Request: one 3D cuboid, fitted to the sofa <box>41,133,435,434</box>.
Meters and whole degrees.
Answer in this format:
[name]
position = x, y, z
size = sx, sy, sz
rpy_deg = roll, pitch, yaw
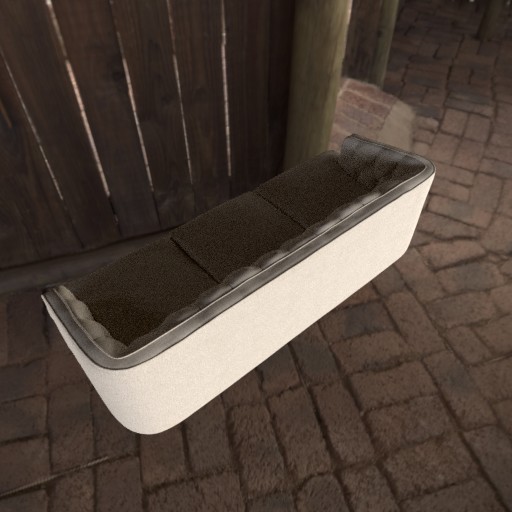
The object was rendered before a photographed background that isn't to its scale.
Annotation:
[sofa]
position = 0.000, 0.000, 2.649
size = 2.235, 0.788, 0.913
rpy_deg = -31, 54, -26
